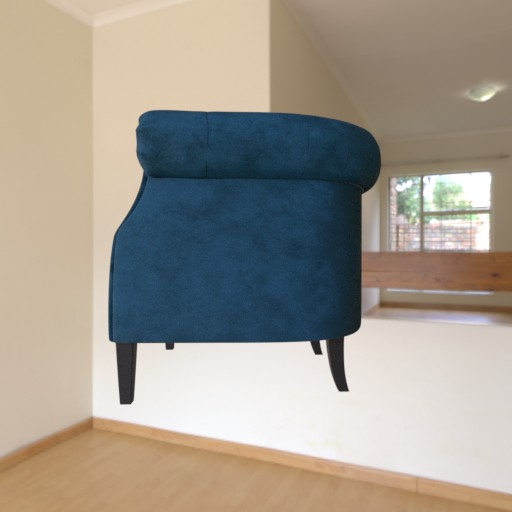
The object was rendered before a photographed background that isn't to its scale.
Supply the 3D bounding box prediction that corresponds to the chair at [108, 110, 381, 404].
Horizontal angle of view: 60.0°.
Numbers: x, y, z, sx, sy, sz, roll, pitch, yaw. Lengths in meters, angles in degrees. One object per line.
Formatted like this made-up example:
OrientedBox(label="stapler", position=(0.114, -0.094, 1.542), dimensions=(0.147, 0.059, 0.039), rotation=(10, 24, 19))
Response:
OrientedBox(label="chair", position=(0.000, 0.000, 1.606), dimensions=(0.851, 0.826, 0.904), rotation=(0, 1, -1))
